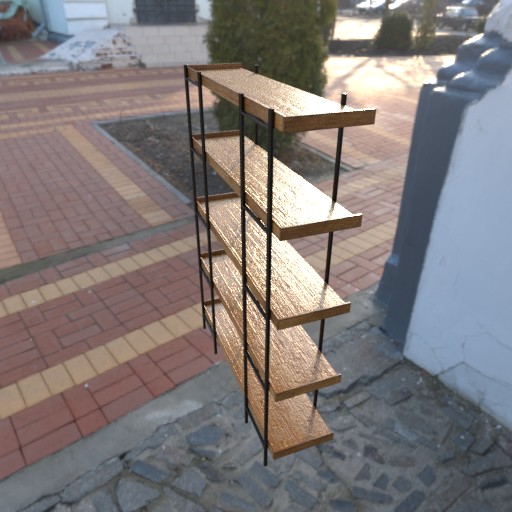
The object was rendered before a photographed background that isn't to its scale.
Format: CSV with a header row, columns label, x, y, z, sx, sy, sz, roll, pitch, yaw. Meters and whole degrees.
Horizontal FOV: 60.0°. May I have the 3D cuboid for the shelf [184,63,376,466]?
label,x,y,z,sx,sy,sz,roll,pitch,yaw
shelf,0.000,0.000,2.435,0.379,1.826,1.371,-11,32,-18
